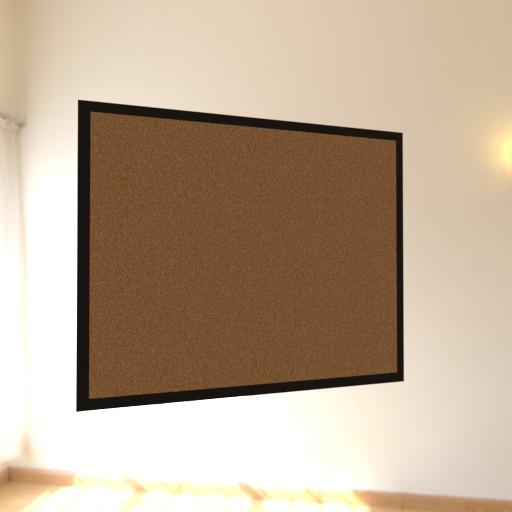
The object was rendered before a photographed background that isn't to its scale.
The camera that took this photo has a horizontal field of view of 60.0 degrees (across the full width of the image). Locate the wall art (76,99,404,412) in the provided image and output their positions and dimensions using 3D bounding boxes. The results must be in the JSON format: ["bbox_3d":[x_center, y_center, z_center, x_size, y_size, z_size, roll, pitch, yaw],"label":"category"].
[{"bbox_3d":[0.000,0.000,0.741,0.554,0.454,0.030,0,-1,-17],"label":"wall art"}]
